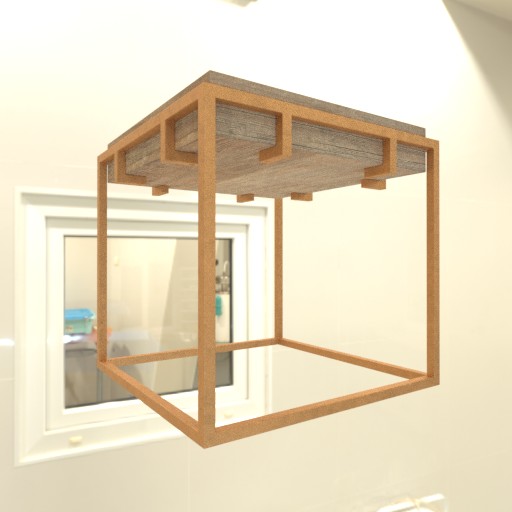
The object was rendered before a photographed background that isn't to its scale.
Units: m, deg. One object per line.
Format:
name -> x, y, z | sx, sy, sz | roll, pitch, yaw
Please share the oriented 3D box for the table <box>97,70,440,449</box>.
table -> 0.000, 0.000, 1.084 | 0.599, 0.584, 0.599 | 0, 0, -34
